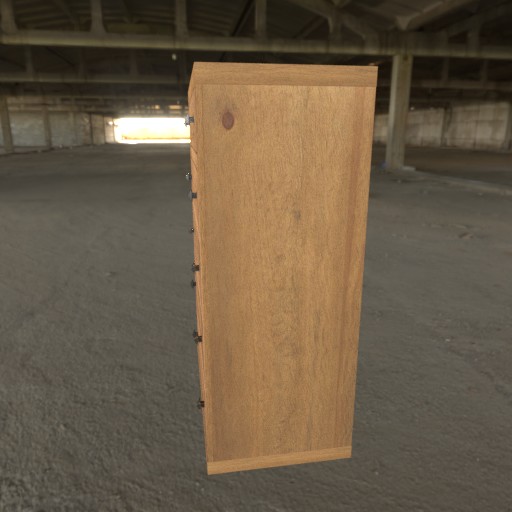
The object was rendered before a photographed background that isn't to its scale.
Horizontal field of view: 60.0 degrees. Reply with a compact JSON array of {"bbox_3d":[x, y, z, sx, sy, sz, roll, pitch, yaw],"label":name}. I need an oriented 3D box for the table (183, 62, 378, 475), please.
[{"bbox_3d":[0.000,0.000,1.764,0.524,1.294,0.901,-3,16,-9],"label":"table"}]
